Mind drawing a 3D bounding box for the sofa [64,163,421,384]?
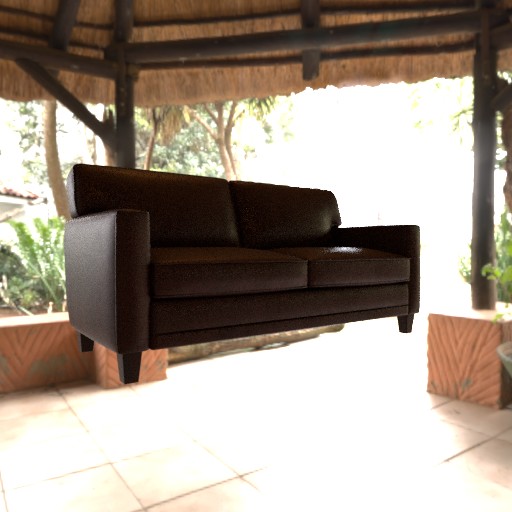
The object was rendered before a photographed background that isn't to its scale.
[{"bbox_3d":[0.000,0.000,2.444,1.876,0.928,0.912,-1,1,-35],"label":"sofa"}]
